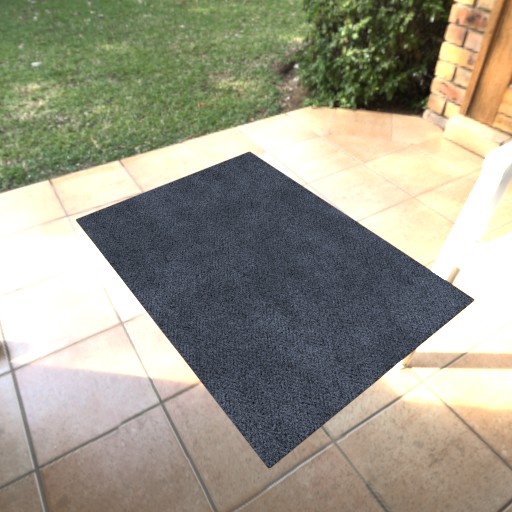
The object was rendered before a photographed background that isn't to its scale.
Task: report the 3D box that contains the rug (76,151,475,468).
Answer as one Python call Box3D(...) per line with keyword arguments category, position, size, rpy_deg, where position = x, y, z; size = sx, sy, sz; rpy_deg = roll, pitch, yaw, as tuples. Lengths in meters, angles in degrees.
Box3D(category="rug", position=(0.000, 0.000, 2.947), size=(1.600, 0.008, 2.235), rpy_deg=(-28, 50, -27))
